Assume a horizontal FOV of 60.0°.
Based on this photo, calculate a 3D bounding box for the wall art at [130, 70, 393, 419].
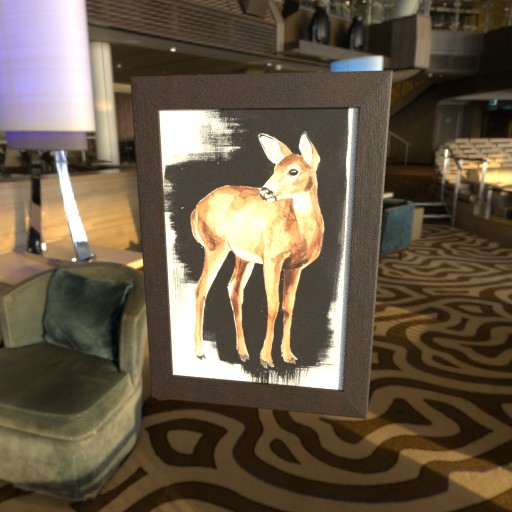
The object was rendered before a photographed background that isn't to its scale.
[{"bbox_3d":[0.000,0.000,0.671,0.359,0.513,0.017,2,15,9],"label":"wall art"}]
